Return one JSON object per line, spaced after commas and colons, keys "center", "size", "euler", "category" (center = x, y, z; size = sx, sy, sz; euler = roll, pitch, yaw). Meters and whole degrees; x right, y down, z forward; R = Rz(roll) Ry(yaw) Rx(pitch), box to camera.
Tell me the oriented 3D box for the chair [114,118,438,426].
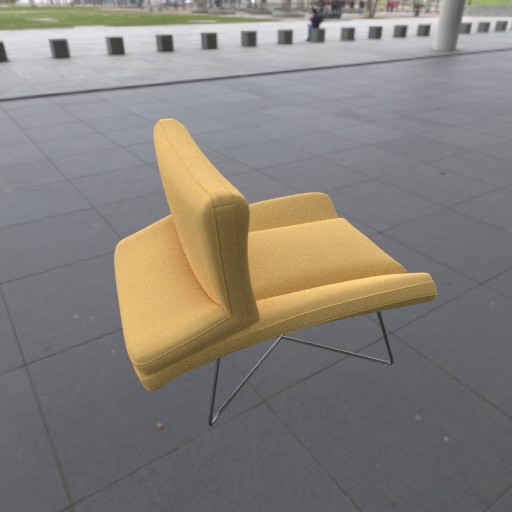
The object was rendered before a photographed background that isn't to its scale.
{"center": [0.000, 0.000, 1.637], "size": [1.008, 0.855, 0.859], "euler": [-10, 32, -17], "category": "chair"}
